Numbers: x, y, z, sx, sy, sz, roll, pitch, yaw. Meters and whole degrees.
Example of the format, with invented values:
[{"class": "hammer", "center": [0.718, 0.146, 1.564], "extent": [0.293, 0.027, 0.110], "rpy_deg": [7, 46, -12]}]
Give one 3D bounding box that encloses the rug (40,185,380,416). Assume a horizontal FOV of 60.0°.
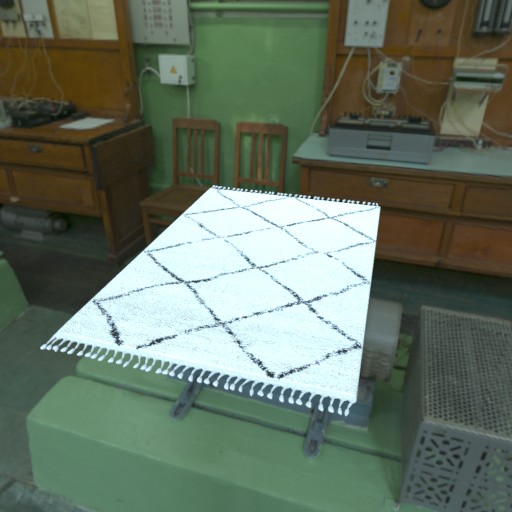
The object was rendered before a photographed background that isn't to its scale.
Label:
[{"class": "rug", "center": [0.000, 0.000, 2.911], "extent": [1.494, 0.031, 2.307], "rpy_deg": [8, 31, 14]}]
